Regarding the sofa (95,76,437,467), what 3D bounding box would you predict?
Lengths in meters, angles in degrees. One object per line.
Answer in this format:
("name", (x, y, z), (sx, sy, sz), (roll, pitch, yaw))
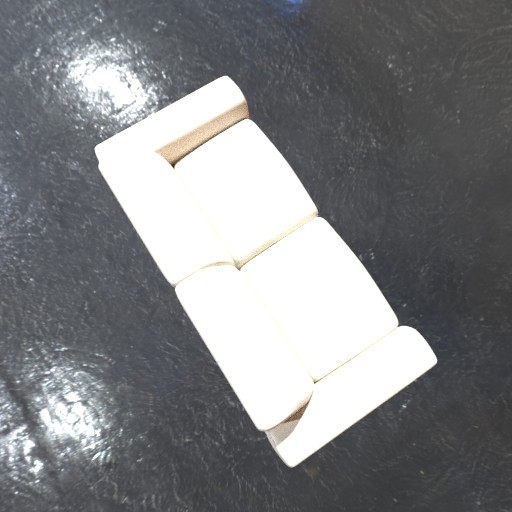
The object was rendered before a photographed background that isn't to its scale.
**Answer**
("sofa", (0.000, 0.000, 2.378), (0.900, 0.772, 1.901), (-32, 77, -8))
